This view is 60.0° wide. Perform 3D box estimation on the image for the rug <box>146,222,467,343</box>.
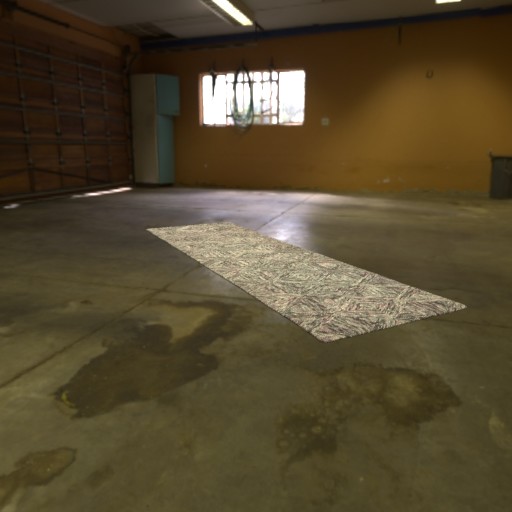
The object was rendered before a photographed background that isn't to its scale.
[{"bbox_3d":[0.000,0.000,2.591,0.719,0.013,2.305,-7,16,-27],"label":"rug"}]
